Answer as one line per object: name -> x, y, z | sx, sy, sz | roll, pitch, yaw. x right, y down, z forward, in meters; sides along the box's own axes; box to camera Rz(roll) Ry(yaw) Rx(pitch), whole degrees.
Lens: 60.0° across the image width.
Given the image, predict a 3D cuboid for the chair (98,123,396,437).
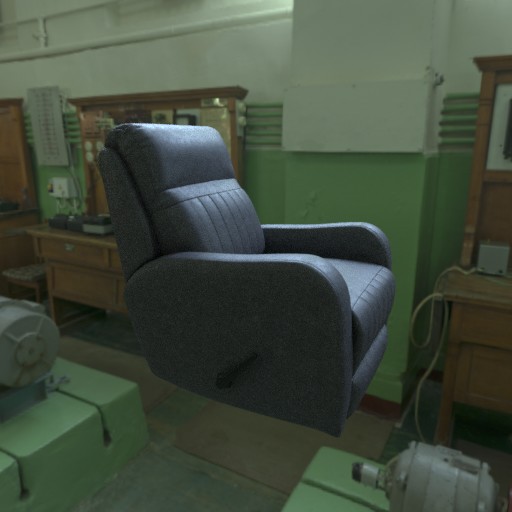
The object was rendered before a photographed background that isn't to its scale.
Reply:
chair -> 0.000, 0.000, 1.843 | 1.067, 1.067, 0.865 | 7, 16, 26
